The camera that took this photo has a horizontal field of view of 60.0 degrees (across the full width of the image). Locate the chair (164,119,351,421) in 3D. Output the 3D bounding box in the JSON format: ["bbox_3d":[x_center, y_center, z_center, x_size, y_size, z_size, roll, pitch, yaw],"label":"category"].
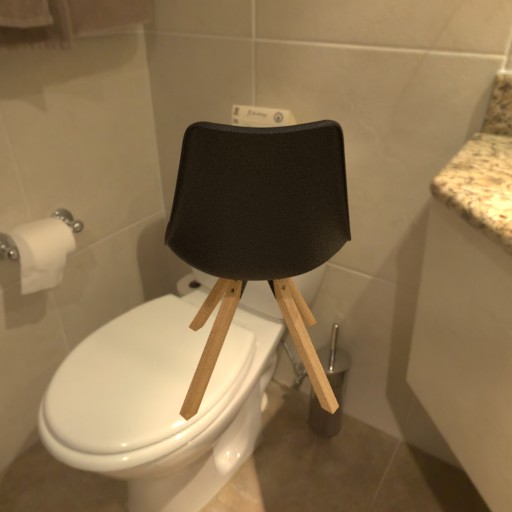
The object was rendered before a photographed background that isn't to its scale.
[{"bbox_3d":[0.000,0.000,1.203,0.485,0.850,0.549,-2,31,-3],"label":"chair"}]
